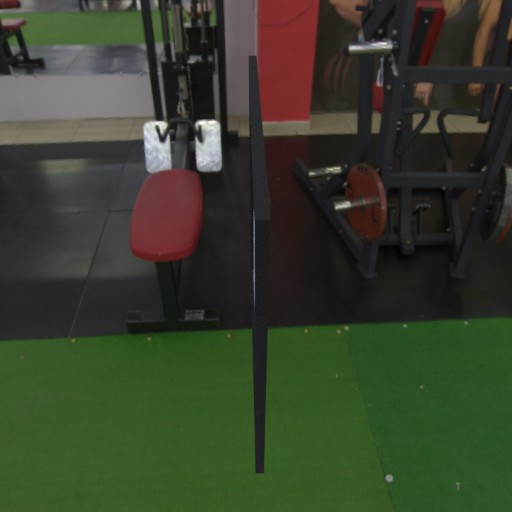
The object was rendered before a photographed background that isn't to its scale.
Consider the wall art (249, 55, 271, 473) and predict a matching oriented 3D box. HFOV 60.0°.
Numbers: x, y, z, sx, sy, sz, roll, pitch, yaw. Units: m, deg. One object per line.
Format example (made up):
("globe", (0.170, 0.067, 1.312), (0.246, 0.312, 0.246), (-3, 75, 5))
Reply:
("wall art", (0.000, 0.000, 0.684), (0.013, 0.458, 0.456), (-1, 40, -1))
